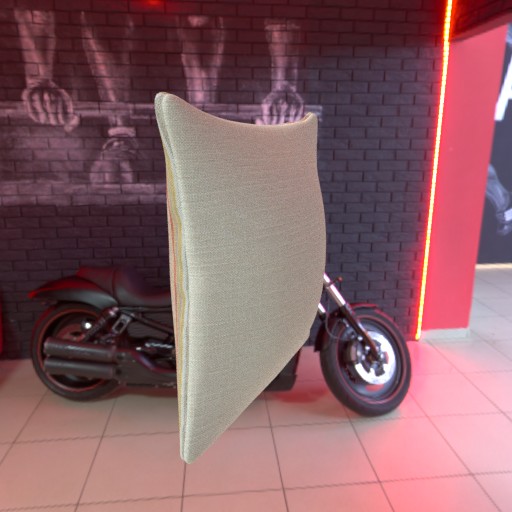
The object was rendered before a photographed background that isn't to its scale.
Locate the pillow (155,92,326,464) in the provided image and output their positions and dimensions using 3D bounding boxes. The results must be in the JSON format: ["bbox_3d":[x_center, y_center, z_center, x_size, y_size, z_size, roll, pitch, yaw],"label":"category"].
[{"bbox_3d":[0.000,0.000,0.690,0.191,0.449,0.451,7,16,26],"label":"pillow"}]
